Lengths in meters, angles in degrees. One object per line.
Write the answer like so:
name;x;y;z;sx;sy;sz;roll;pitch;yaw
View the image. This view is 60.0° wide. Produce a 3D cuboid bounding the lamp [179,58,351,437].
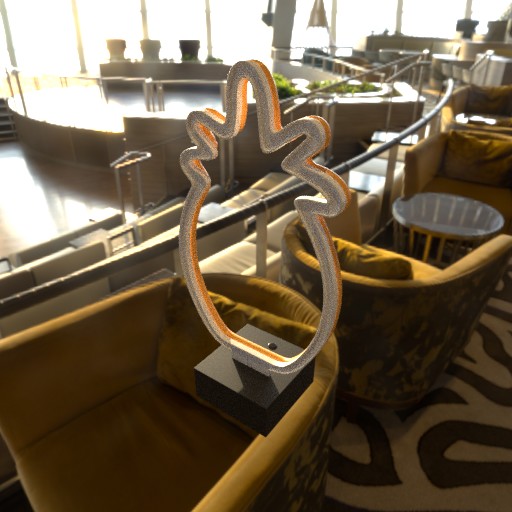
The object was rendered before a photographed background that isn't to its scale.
lamp;0.000;0.000;0.389;0.167;0.317;0.088;19;34;31
